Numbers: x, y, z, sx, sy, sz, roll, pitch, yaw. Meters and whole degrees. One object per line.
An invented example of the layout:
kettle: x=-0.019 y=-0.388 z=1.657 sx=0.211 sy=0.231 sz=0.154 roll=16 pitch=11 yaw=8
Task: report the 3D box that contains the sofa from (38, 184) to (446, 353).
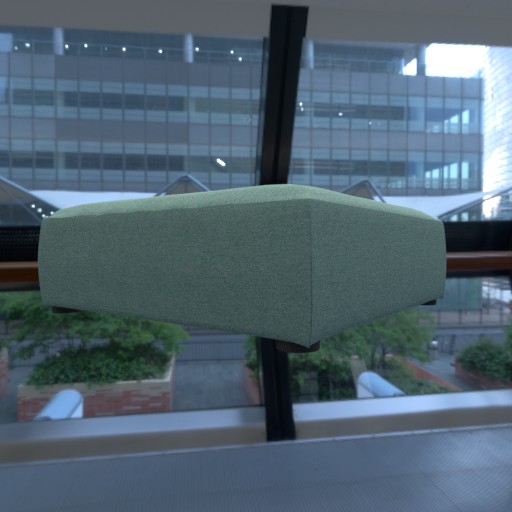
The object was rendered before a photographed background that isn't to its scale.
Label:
sofa: x=0.000 y=0.000 z=1.417 sx=0.930 sy=0.330 sz=0.930 roll=1 pitch=1 yaw=37
